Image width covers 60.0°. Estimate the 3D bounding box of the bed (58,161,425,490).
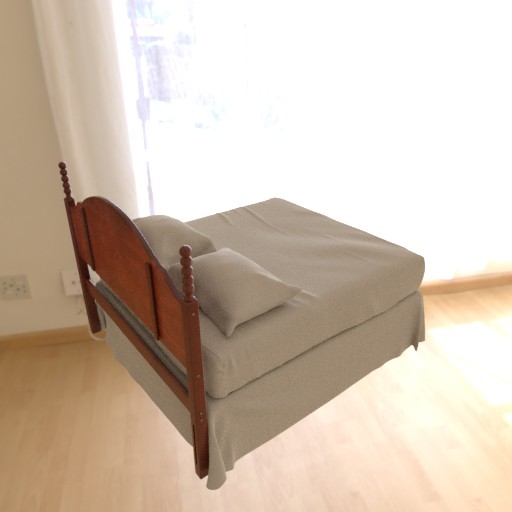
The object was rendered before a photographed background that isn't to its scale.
[{"bbox_3d":[0.000,0.000,3.172,2.040,1.356,1.873,-20,33,-33],"label":"bed"}]
